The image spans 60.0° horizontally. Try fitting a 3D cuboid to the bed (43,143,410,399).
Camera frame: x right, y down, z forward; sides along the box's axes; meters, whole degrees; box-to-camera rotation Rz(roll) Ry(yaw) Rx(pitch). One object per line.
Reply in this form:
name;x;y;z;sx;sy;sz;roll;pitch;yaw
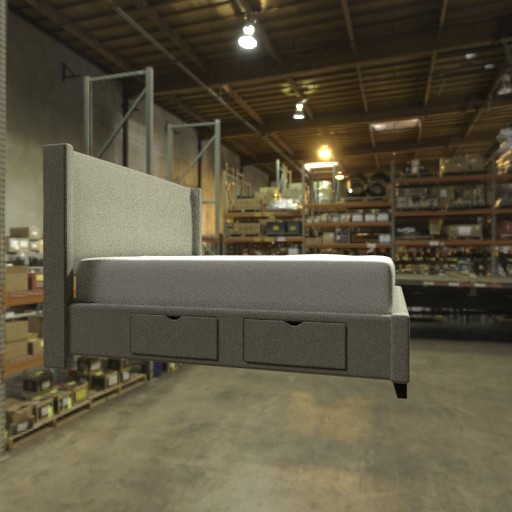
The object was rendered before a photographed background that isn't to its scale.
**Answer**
bed;0.000;0.000;3.589;2.280;1.470;2.140;0;0;17
